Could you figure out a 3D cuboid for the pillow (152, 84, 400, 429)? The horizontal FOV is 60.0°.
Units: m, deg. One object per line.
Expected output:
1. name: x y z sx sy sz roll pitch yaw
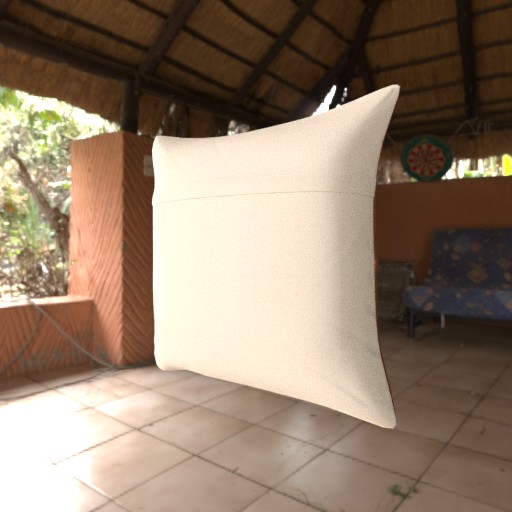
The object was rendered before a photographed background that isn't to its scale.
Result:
1. pillow: 0.000 0.000 0.764 0.501 0.477 0.192 2 3 37
